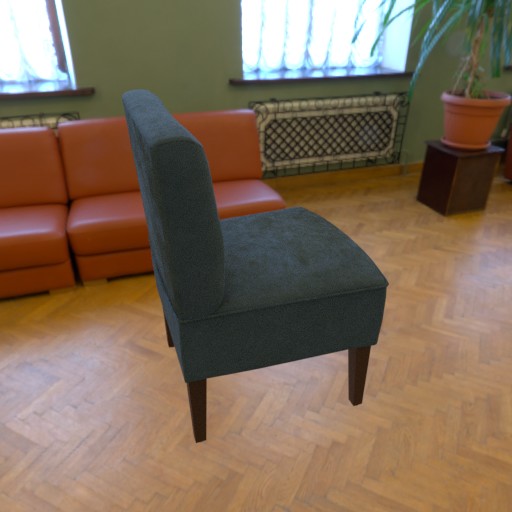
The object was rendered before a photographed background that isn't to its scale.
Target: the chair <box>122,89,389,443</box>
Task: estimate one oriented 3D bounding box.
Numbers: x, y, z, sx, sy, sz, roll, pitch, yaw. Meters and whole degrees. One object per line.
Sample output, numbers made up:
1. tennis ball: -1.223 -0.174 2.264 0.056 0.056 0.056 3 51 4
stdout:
1. chair: 0.000 0.000 1.174 0.551 0.806 0.521 -10 31 -17
